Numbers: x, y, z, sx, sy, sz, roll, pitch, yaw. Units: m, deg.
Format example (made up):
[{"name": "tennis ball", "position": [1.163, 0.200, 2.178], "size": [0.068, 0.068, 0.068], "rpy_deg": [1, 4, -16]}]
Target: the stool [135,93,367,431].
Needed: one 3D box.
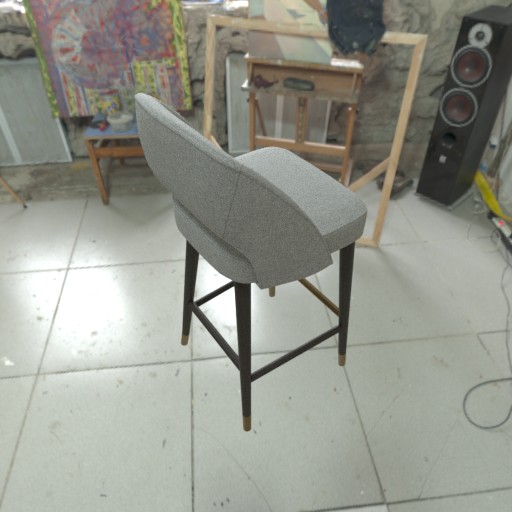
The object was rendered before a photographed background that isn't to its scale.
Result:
[{"name": "stool", "position": [0.000, 0.000, 1.333], "size": [0.509, 1.037, 0.494], "rpy_deg": [-26, 49, -26]}]
